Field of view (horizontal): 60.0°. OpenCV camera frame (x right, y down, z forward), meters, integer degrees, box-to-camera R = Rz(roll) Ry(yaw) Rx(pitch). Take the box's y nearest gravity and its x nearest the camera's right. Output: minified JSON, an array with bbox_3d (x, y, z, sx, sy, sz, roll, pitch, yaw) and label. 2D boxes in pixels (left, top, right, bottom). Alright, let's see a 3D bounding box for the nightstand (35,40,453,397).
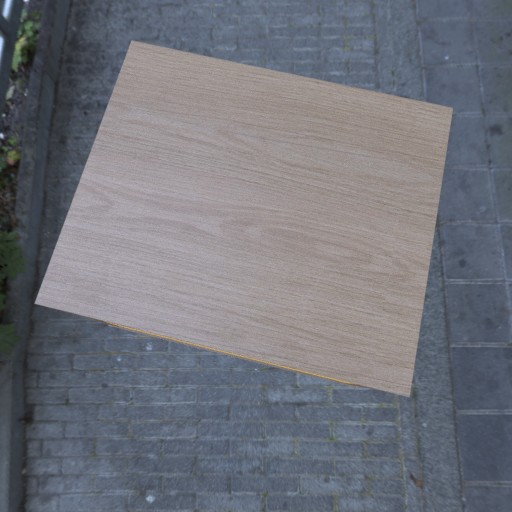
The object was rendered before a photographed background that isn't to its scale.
[{"bbox_3d":[0.000,0.000,0.837,0.450,0.571,0.380,13,76,3],"label":"nightstand"}]
